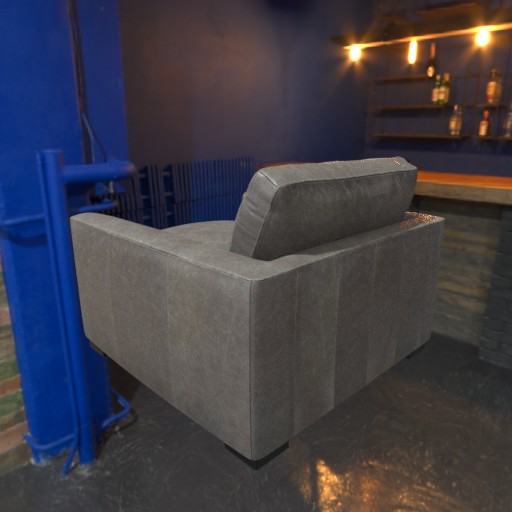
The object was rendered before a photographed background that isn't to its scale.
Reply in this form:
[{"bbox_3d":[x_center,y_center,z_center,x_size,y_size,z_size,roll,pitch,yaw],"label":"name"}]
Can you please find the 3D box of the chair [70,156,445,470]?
[{"bbox_3d":[0.000,0.000,1.796,1.106,0.807,1.080,-15,22,-42],"label":"chair"}]
